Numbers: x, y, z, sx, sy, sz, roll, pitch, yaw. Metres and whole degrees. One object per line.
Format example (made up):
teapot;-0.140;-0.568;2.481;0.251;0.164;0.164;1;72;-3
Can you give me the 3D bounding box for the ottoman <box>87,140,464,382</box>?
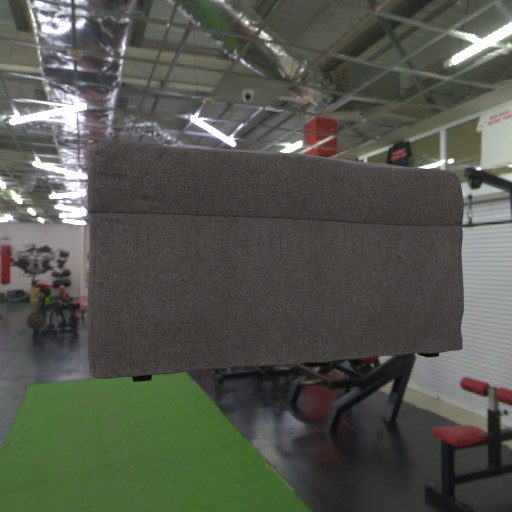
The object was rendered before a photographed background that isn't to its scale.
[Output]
ottoman;0.000;0.000;1.199;0.833;0.492;0.652;0;-1;-19
